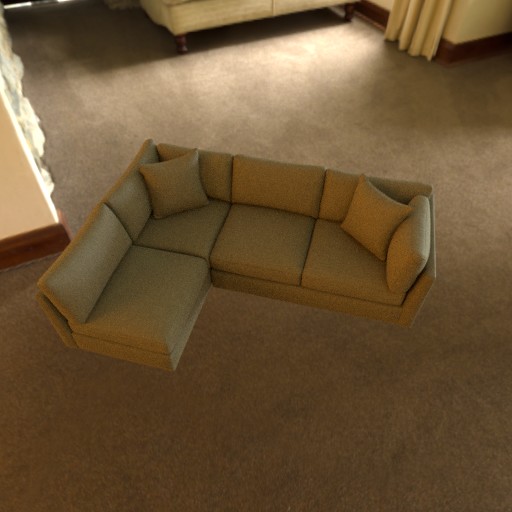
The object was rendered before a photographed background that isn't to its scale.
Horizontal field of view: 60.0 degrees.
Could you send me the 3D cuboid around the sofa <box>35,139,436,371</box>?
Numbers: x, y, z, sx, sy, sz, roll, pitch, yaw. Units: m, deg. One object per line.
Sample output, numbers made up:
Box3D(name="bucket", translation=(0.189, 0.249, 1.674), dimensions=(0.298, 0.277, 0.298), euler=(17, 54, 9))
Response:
Box3D(name="sofa", translation=(0.000, 0.000, 3.824), dimensions=(2.896, 0.978, 1.994), euler=(11, 48, 10))
